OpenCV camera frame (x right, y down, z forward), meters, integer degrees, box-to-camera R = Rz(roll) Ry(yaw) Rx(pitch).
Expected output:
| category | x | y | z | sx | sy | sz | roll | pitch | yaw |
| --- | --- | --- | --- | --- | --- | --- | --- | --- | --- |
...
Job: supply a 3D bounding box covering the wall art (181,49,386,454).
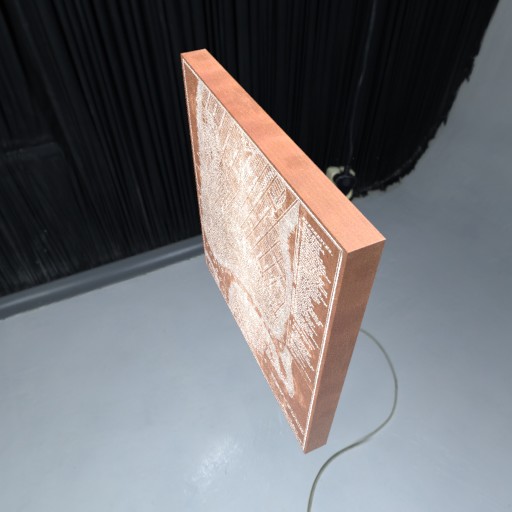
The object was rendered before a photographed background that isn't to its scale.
| category | x | y | z | sx | sy | sz | roll | pitch | yaw |
| --- | --- | --- | --- | --- | --- | --- | --- | --- | --- |
| wall art | 0.000 | 0.000 | 0.605 | 0.035 | 0.403 | 0.403 | -18 | 49 | -17 |
